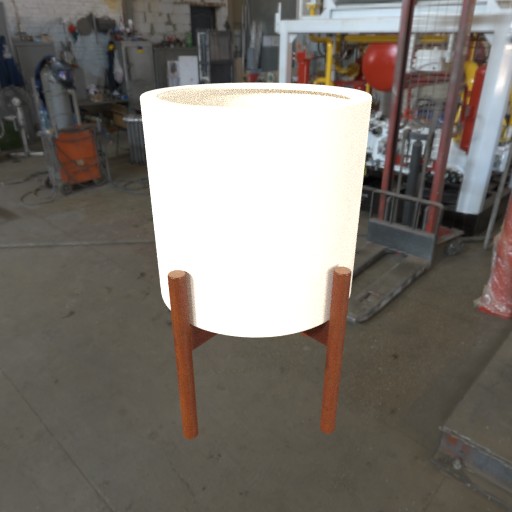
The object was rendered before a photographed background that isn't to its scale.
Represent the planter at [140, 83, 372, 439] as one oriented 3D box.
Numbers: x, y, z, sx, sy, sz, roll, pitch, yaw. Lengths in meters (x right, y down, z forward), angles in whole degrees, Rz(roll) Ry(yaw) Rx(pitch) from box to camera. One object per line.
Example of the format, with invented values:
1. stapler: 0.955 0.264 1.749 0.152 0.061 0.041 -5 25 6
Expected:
1. planter: 0.000 0.000 0.966 0.417 0.670 0.417 -1 26 -2
